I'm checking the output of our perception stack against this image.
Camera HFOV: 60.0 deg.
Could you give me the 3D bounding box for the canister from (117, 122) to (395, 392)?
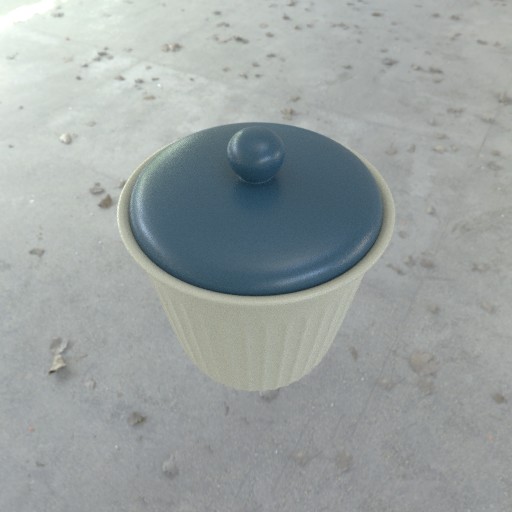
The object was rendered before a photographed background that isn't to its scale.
[{"bbox_3d":[0.000,0.000,0.337,0.181,0.211,0.181,0,47,0],"label":"canister"}]
